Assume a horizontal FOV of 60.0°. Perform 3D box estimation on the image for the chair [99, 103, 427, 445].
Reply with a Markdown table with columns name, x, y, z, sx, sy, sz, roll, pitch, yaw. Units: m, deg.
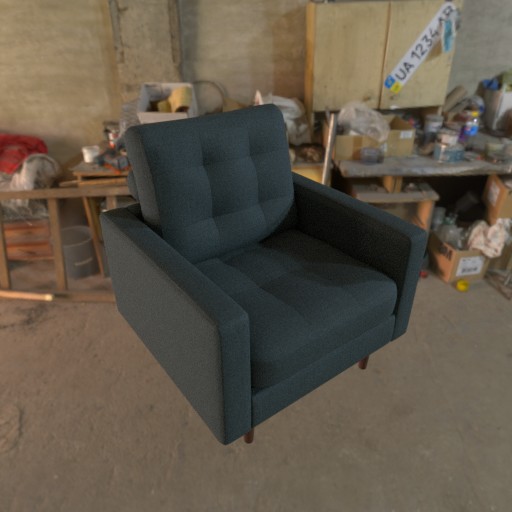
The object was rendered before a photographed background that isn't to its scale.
| name | x | y | z | sx | sy | sz | roll | pitch | yaw |
| --- | --- | --- | --- | --- | --- | --- | --- | --- | --- |
| chair | 0.000 | 0.000 | 1.559 | 0.821 | 0.880 | 0.843 | -21 | 37 | -31 |
